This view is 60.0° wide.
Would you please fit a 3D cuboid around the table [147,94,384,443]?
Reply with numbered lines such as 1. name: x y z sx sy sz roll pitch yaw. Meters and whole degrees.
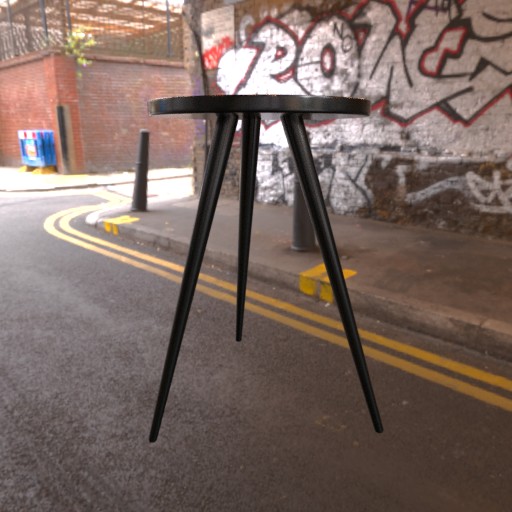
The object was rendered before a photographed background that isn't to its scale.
1. table: 0.000 0.000 0.844 0.403 0.548 0.415 -2 16 -7
